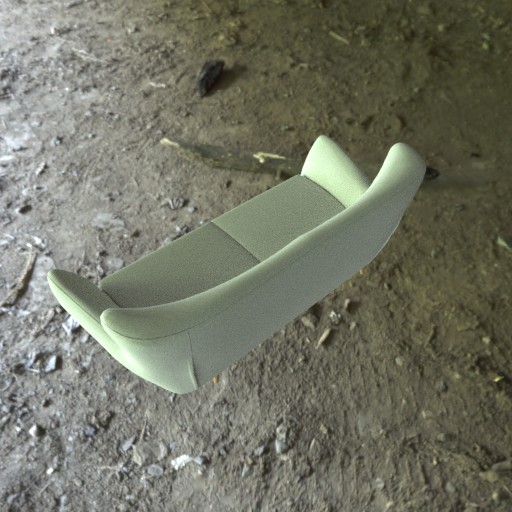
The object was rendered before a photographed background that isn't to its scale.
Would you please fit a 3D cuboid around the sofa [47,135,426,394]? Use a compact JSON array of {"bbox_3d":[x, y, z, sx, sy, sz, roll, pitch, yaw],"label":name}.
[{"bbox_3d":[0.000,0.000,2.433,1.930,0.890,0.899,-32,54,-26],"label":"sofa"}]
